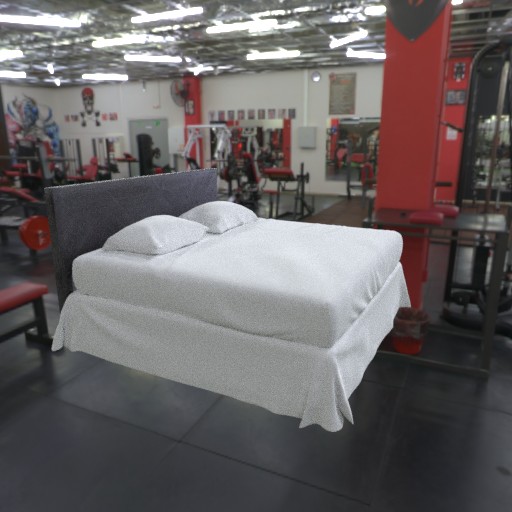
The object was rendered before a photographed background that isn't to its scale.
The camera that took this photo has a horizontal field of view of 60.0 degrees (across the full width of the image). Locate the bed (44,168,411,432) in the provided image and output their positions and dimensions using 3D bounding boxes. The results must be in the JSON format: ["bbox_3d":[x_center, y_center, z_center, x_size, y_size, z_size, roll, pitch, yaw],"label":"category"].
[{"bbox_3d":[0.000,0.000,3.484,2.165,1.158,2.255,8,17,27],"label":"bed"}]
